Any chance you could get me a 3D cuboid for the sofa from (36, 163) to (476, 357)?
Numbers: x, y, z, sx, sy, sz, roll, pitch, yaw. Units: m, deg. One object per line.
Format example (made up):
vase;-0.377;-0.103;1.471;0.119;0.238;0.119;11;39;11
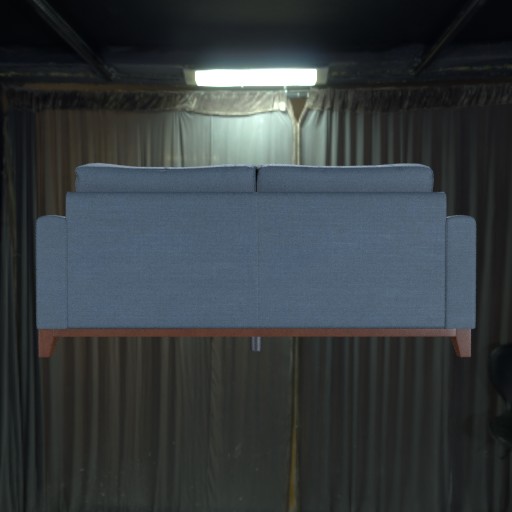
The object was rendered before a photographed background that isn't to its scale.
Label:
sofa;0.000;0.000;2.339;1.900;0.865;0.877;0;1;0
